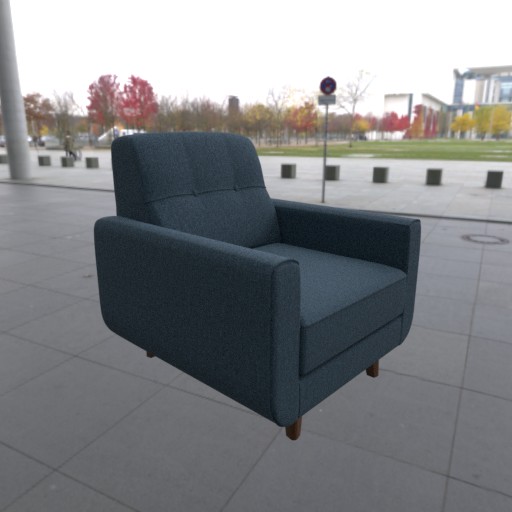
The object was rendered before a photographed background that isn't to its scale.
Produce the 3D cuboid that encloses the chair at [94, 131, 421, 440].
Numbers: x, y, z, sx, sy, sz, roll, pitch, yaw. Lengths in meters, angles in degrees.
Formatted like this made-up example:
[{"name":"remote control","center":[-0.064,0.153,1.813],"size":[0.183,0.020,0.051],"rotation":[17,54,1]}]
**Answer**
[{"name":"chair","center":[0.000,0.000,1.731],"size":[0.964,0.940,0.880],"rotation":[14,20,41]}]
